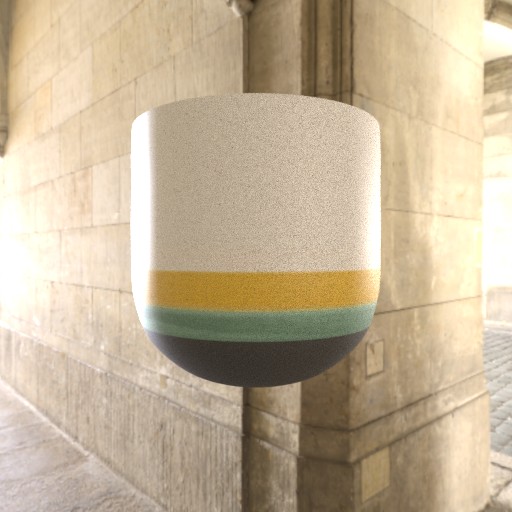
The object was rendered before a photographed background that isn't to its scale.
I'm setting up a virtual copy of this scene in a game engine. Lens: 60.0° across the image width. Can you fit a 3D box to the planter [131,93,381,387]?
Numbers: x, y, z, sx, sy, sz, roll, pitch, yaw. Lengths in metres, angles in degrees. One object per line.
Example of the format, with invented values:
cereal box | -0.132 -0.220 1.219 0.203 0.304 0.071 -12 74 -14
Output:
planter | 0.000 0.000 0.495 0.268 0.270 0.268 0 1 0
